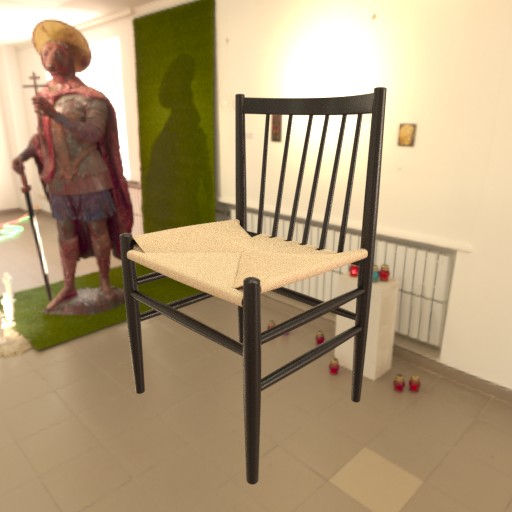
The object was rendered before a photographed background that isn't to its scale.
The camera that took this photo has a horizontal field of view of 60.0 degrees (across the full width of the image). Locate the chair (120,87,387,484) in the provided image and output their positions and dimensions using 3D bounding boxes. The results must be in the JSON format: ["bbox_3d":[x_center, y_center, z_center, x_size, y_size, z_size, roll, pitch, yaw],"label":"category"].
[{"bbox_3d":[0.000,0.000,1.154,0.516,0.818,0.495,-17,24,-42],"label":"chair"}]
